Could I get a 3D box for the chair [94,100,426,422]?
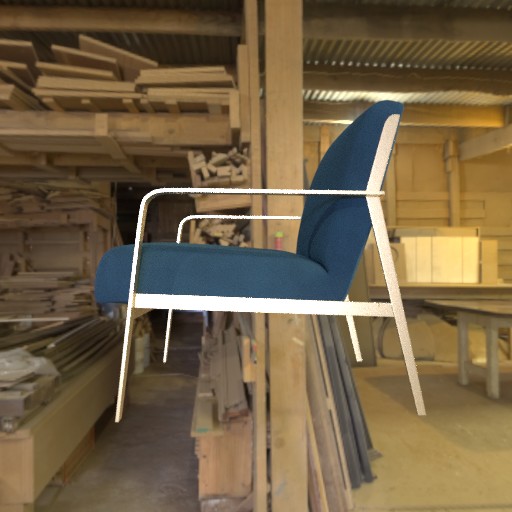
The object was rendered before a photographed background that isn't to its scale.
[{"bbox_3d":[0.000,0.000,1.448,0.859,0.831,0.692,0,-1,-1],"label":"chair"}]
